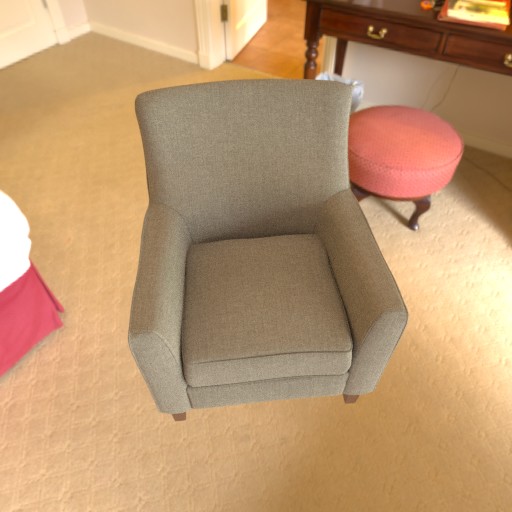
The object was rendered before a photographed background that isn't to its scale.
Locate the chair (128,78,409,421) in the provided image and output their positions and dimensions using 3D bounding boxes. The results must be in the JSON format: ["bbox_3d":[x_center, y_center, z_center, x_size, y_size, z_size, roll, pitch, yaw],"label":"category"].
[{"bbox_3d":[0.000,0.000,1.818,0.887,1.047,0.993,-4,47,-4],"label":"chair"}]
